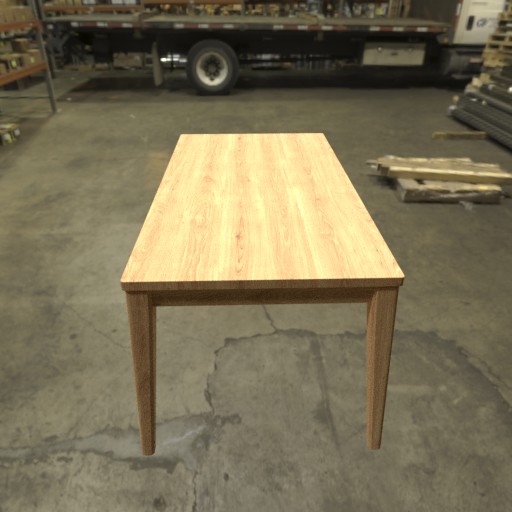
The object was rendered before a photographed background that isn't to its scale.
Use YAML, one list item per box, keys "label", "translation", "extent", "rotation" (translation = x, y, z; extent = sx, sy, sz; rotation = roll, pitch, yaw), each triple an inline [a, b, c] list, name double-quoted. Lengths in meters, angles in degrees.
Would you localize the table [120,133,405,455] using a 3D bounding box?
- label: "table"
  translation: [0.000, 0.000, 2.152]
  extent: [0.900, 0.760, 1.600]
  rotation: [-1, 31, -1]
